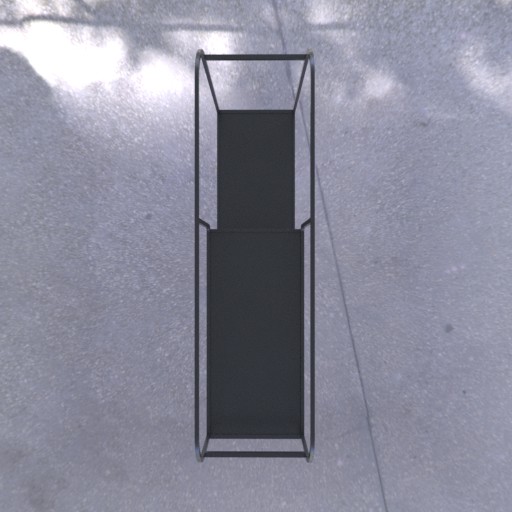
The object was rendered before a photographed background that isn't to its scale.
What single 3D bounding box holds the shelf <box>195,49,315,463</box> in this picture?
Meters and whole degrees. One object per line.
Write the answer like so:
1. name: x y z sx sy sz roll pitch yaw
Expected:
1. shelf: 0.000 0.000 0.889 0.160 0.600 0.600 0 90 0
